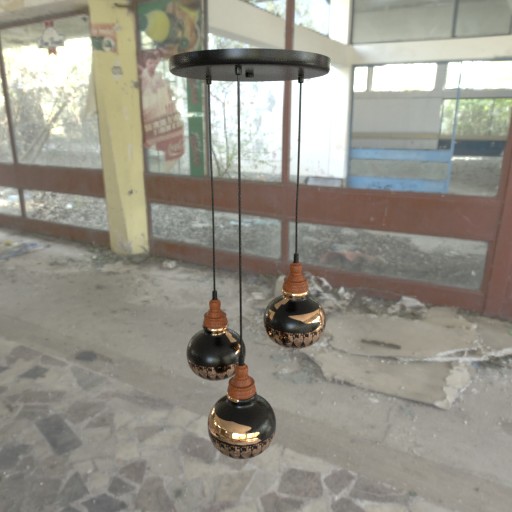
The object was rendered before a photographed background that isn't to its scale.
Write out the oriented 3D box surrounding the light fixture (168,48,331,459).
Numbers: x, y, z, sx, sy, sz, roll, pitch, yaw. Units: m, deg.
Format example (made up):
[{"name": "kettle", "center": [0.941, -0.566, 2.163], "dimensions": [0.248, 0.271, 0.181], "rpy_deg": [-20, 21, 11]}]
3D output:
[{"name": "light fixture", "center": [0.000, 0.000, 1.746], "dimensions": [0.605, 1.410, 0.608], "rpy_deg": [-8, 18, -24]}]
